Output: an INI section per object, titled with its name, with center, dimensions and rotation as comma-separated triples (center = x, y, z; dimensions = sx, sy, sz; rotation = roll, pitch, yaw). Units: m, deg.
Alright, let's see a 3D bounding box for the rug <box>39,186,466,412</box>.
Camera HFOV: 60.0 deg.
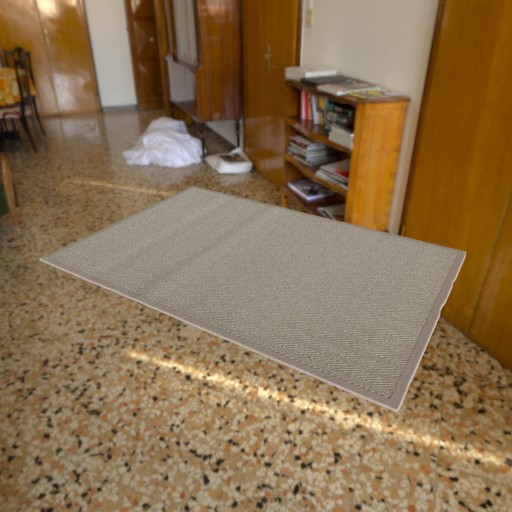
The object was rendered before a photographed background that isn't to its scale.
[rug]
center = 0.000, 0.000, 2.854
dimensions = 2.290, 0.021, 1.540
rotation = 17, 34, 27
